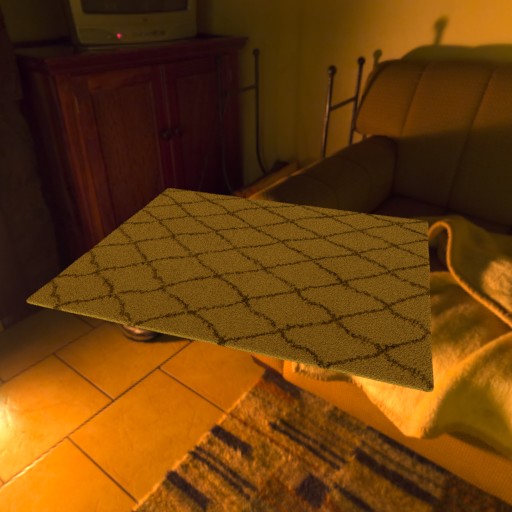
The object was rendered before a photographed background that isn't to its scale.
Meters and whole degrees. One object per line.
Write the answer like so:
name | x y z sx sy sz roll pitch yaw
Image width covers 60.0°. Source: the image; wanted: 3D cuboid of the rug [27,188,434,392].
rug | 0.000 0.000 4.091 3.047 0.029 2.438 9 32 15
